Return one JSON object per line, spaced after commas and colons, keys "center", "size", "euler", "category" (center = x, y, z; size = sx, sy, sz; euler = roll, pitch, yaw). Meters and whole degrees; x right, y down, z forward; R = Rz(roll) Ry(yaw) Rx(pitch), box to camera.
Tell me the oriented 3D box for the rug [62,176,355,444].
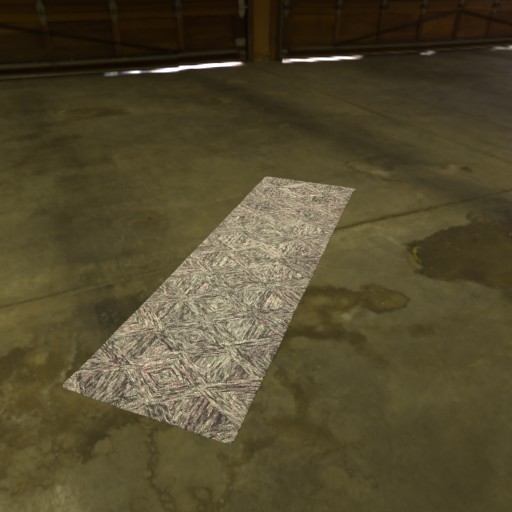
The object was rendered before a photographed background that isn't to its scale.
{"center": [0.000, 0.000, 2.488], "size": [0.719, 0.013, 2.305], "euler": [11, 33, 17], "category": "rug"}
